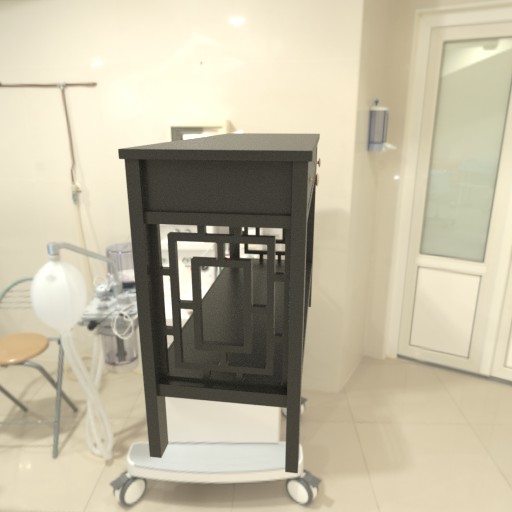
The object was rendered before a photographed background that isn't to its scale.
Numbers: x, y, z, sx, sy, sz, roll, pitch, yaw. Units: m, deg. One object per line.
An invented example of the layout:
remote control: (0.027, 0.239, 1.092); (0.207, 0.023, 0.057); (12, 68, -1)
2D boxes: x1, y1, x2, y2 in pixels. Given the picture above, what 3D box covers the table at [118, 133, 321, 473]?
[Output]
table: (0.000, 0.000, 1.470); (0.397, 0.753, 1.068); (3, 17, 8)
